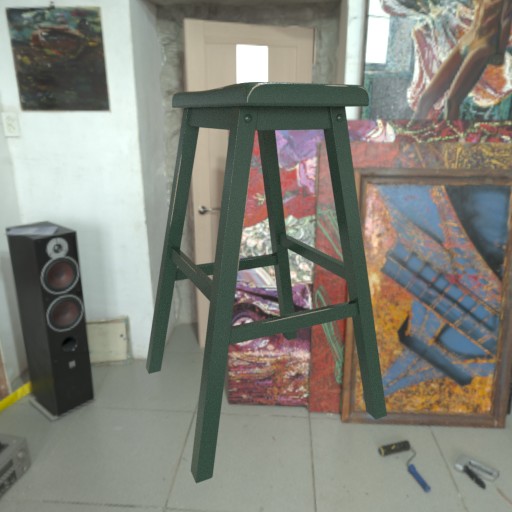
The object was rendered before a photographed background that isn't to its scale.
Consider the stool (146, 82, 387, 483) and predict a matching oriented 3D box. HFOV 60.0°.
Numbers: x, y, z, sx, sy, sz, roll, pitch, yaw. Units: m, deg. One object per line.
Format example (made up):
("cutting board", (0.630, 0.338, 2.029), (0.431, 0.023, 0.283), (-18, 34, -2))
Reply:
("stool", (0.000, 0.000, 1.045), (0.476, 0.737, 0.457), (-8, 20, -24))
